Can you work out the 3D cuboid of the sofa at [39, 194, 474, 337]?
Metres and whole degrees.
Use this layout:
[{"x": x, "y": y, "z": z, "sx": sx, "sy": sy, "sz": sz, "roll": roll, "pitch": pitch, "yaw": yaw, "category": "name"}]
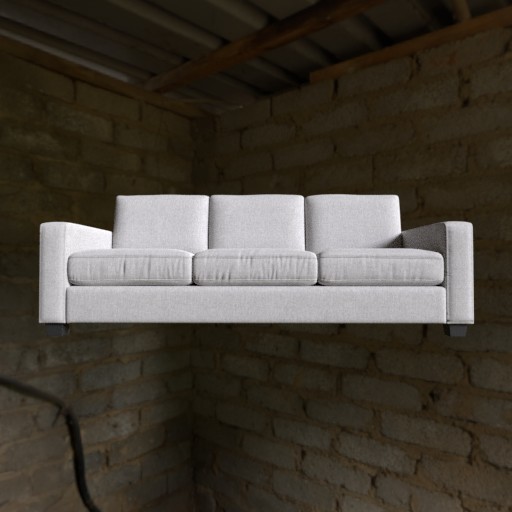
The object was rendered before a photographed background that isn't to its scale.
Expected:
[{"x": 0.000, "y": 0.000, "z": 2.584, "sx": 2.120, "sy": 0.800, "sz": 0.900, "roll": 0, "pitch": -1, "yaw": 1, "category": "sofa"}]
